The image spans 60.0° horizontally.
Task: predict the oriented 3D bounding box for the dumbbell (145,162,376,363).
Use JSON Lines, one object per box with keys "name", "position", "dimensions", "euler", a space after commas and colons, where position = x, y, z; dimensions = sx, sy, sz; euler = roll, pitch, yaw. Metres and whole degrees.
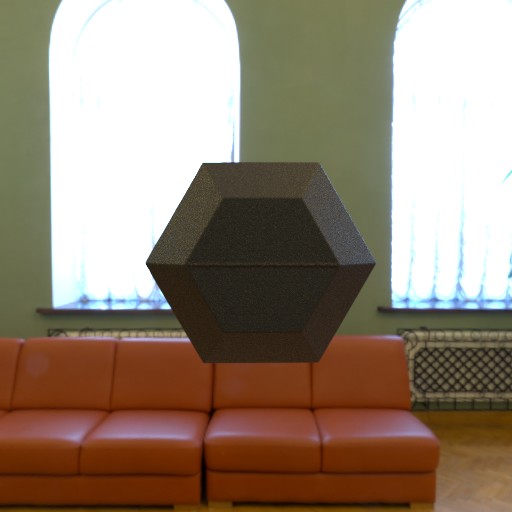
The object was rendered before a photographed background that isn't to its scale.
{"name": "dumbbell", "position": [0.000, 0.000, 0.422], "dimensions": [0.141, 0.123, 0.356], "euler": [0, 2, -1]}
